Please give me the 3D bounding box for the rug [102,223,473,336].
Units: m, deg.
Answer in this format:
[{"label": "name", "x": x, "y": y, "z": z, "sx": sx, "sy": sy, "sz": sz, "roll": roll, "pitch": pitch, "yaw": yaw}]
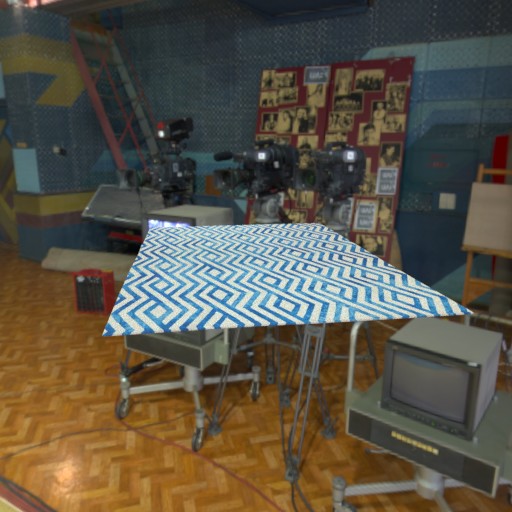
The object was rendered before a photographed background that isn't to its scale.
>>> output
[{"label": "rug", "x": 0.000, "y": 0.000, "z": 2.301, "sx": 1.225, "sy": 0.008, "sz": 1.830, "roll": -2, "pitch": 14, "yaw": -8}]
